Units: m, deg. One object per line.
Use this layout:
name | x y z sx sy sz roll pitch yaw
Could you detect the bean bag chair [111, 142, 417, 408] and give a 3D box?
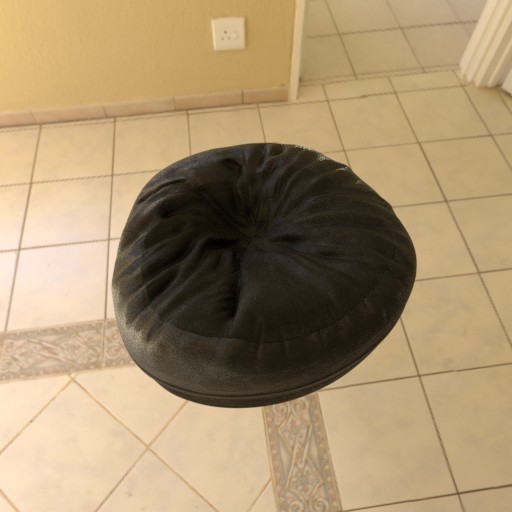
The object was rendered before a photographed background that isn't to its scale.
bean bag chair | 0.000 0.000 2.413 1.524 0.878 1.524 -15 60 -9
